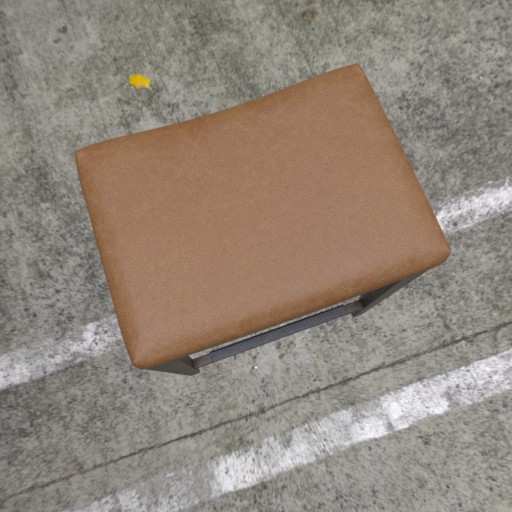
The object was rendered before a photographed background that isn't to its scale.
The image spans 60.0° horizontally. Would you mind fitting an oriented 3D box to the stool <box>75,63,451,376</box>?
[{"bbox_3d":[0.000,0.000,0.945,0.500,0.660,0.361,-19,77,-5],"label":"stool"}]
